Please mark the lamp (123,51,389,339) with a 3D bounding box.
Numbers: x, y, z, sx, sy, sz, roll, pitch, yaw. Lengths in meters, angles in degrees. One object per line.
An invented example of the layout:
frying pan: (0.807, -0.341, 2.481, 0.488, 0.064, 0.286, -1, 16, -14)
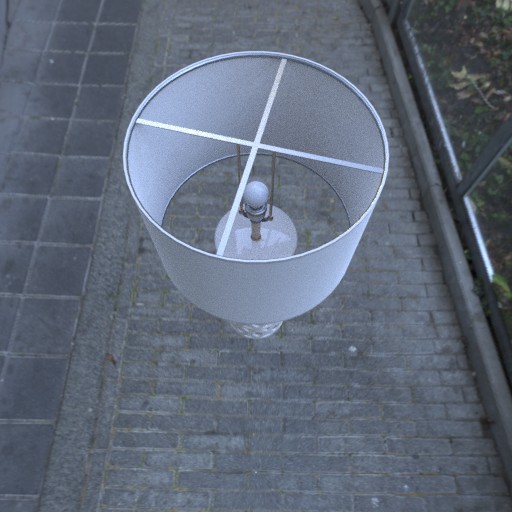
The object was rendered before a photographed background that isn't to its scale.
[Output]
lamp: (0.000, 0.000, 0.832, 0.325, 0.636, 0.324, 13, 65, 6)
